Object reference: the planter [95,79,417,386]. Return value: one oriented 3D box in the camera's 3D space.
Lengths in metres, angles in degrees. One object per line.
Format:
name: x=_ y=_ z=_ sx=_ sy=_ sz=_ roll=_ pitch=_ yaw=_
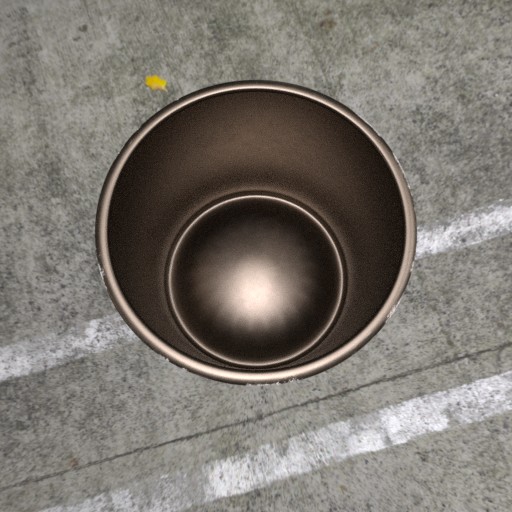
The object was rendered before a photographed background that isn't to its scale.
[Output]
planter: x=0.000 y=0.000 z=0.393 sx=0.221 sy=0.201 sz=0.221 roll=0 pitch=75 yaw=0
